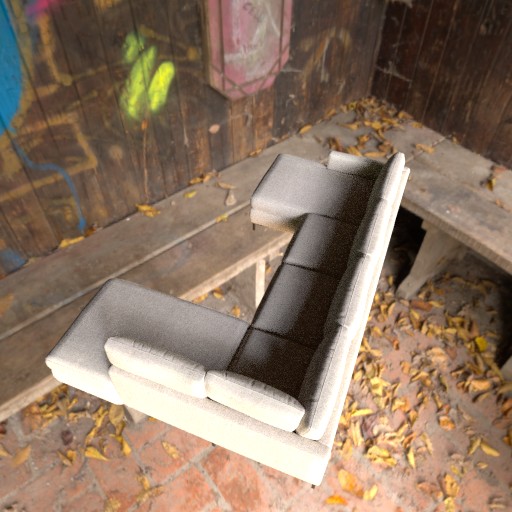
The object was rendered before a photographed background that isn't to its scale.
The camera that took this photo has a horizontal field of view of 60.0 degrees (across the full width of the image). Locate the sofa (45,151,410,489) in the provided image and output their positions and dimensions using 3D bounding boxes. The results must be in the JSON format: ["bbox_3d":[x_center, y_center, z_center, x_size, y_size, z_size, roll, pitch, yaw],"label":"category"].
[{"bbox_3d":[0.000,0.000,3.463,1.879,0.756,2.737,17,50,15],"label":"sofa"}]
